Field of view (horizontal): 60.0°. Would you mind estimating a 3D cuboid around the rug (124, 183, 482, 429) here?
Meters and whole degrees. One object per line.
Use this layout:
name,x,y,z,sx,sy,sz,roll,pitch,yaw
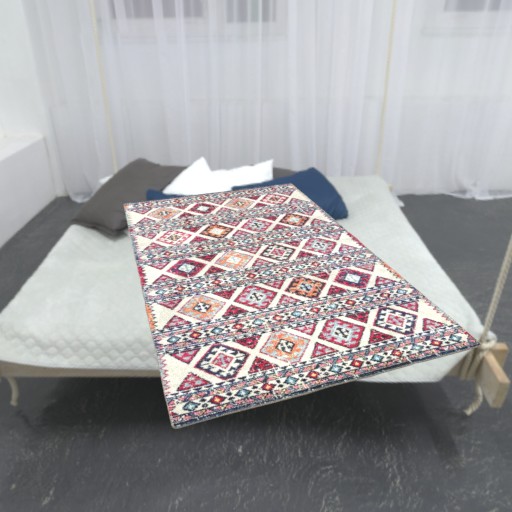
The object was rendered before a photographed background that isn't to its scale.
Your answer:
rug,0.000,0.000,2.973,1.545,0.010,2.440,-10,31,-17
